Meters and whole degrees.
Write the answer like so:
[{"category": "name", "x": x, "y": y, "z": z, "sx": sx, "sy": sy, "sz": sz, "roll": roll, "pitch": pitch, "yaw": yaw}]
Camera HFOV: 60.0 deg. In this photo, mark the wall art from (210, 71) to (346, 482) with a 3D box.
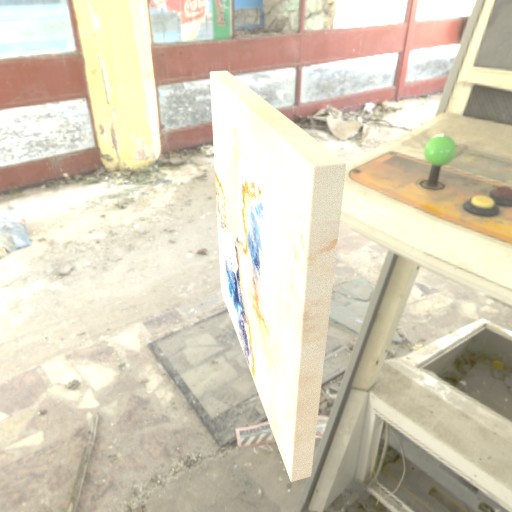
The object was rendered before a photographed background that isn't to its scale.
[{"category": "wall art", "x": 0.000, "y": 0.000, "z": 1.578, "sx": 0.071, "sy": 1.061, "sz": 1.061, "roll": -9, "pitch": 33, "yaw": -13}]
